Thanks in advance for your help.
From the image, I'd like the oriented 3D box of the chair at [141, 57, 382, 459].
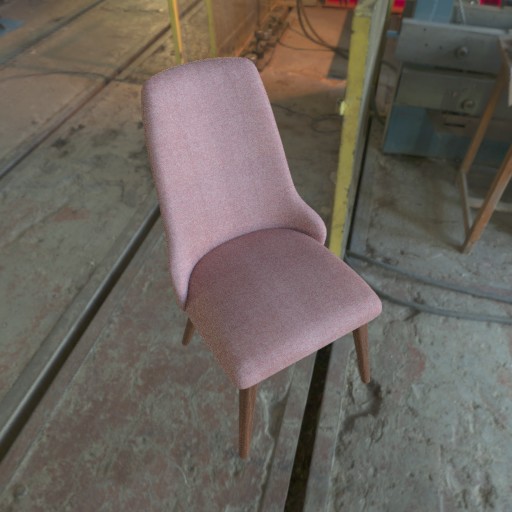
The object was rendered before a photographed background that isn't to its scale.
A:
[{"bbox_3d":[0.000,0.000,1.337,0.535,0.918,0.707,-23,50,-20],"label":"chair"}]
